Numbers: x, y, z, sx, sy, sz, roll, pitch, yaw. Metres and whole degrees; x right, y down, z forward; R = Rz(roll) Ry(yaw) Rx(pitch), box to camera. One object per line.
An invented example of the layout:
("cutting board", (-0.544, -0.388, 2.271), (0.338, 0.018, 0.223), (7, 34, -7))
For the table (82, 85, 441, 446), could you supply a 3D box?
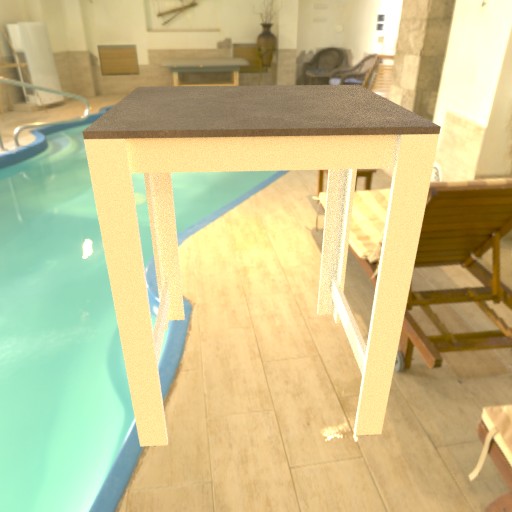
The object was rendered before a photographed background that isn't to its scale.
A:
("table", (0.000, 0.000, 1.535), (0.800, 1.020, 0.700), (-2, 28, -3))
